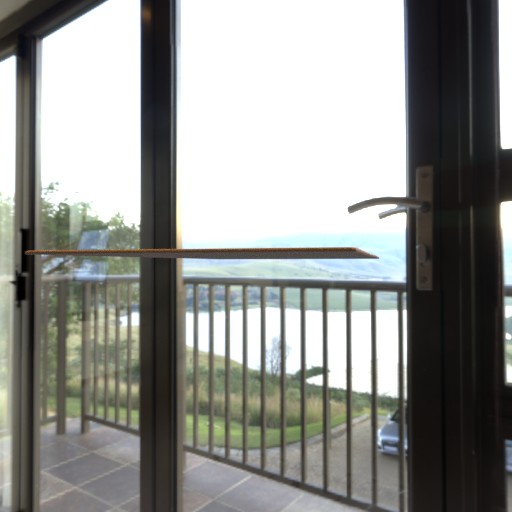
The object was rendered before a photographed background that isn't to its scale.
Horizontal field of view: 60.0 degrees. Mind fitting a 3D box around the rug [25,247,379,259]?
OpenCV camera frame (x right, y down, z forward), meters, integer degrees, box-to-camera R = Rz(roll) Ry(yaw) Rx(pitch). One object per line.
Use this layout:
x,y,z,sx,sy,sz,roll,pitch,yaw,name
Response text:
0.000,0.000,2.086,1.067,0.013,1.676,0,-1,17,rug
